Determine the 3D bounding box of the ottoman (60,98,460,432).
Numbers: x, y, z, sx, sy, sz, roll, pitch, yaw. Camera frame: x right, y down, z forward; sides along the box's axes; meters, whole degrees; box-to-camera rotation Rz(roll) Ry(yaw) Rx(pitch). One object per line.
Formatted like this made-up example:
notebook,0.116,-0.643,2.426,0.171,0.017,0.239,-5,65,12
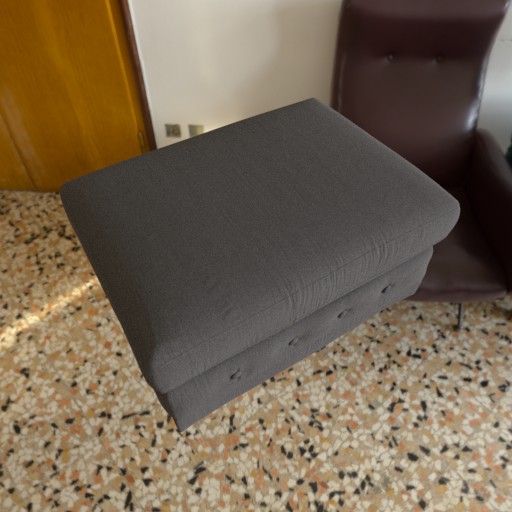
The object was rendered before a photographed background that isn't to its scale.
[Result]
ottoman,0.000,0.000,1.158,0.771,0.500,0.569,-25,53,-21
